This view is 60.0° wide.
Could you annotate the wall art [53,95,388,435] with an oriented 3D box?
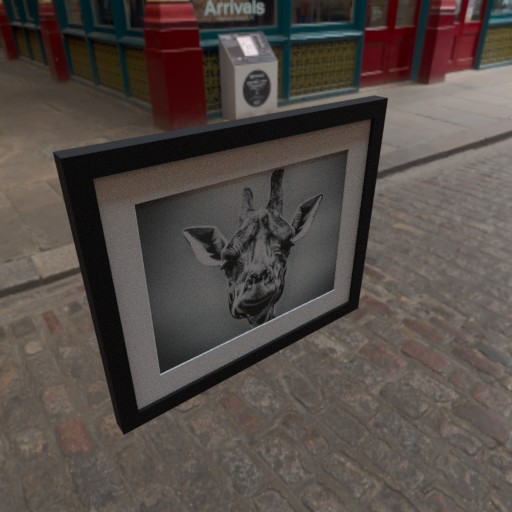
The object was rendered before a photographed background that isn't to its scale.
[{"bbox_3d":[0.000,0.000,0.755,0.558,0.457,0.031,-21,36,-31],"label":"wall art"}]
